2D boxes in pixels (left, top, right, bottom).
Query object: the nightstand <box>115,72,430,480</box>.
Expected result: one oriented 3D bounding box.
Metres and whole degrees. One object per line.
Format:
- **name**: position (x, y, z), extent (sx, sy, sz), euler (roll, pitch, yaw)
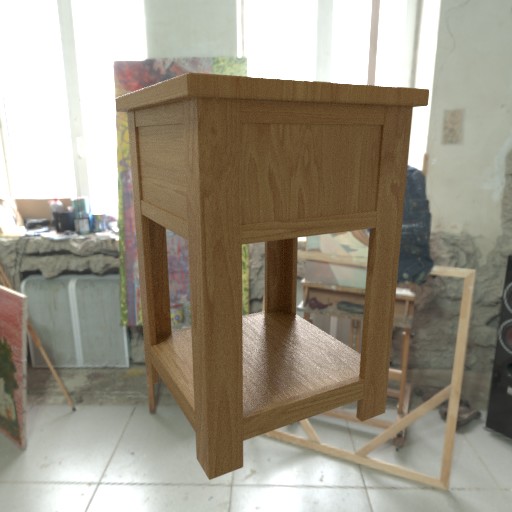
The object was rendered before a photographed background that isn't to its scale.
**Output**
- **nightstand**: position (0.000, 0.000, 0.890), extent (0.418, 0.614, 0.428), euler (-8, 17, -27)
